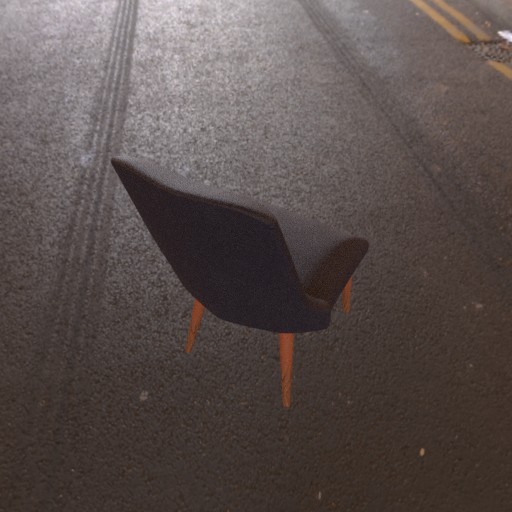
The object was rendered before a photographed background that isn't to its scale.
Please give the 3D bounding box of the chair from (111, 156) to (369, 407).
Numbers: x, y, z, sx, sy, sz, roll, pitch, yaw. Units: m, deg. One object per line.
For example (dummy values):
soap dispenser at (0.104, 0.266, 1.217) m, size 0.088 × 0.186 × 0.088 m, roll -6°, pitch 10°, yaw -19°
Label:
chair at (0.000, 0.000, 1.196) m, size 0.504 × 0.820 × 0.567 m, roll 23°, pitch 50°, yaw 21°
